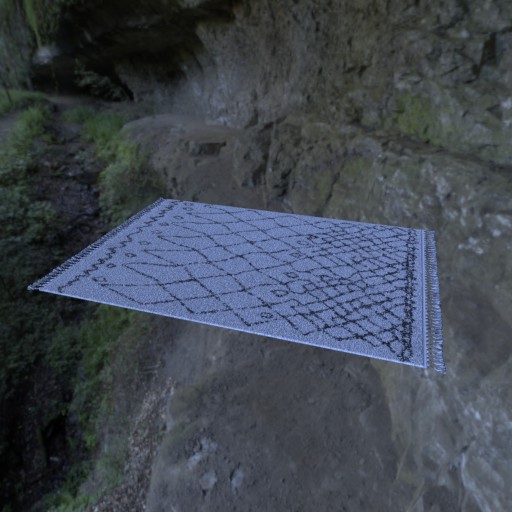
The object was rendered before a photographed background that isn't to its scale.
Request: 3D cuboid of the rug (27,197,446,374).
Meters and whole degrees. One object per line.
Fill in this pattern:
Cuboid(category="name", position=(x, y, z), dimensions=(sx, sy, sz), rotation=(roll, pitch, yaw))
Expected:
Cuboid(category="rug", position=(0.000, 0.000, 2.975), dimensions=(2.312, 0.017, 1.613), rotation=(9, 29, 16))
